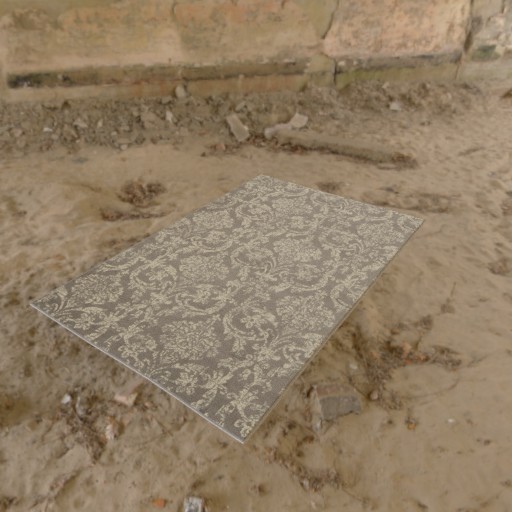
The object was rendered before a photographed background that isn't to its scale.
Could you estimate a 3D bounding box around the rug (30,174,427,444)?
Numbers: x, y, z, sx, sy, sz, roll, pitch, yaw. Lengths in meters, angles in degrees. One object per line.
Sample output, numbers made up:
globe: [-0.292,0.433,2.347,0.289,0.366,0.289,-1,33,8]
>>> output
rug: [0.000,0.000,3.496,1.819,0.018,2.746,21,39,29]
